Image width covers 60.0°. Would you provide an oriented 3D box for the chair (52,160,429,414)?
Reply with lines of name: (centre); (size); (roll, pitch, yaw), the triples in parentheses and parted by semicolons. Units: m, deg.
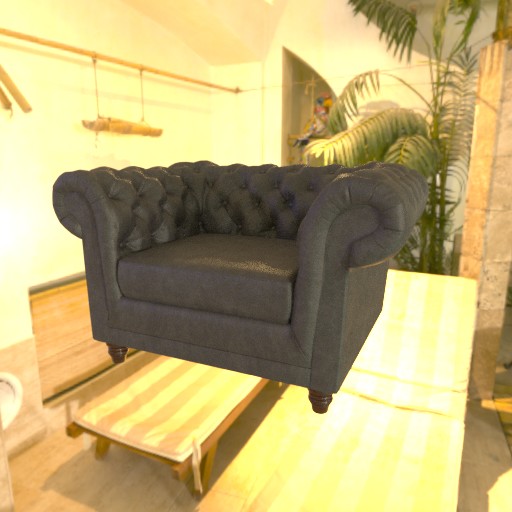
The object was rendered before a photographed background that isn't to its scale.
chair: (0.000, 0.000, 1.869); (1.298, 0.780, 0.943); (6, 14, 24)
